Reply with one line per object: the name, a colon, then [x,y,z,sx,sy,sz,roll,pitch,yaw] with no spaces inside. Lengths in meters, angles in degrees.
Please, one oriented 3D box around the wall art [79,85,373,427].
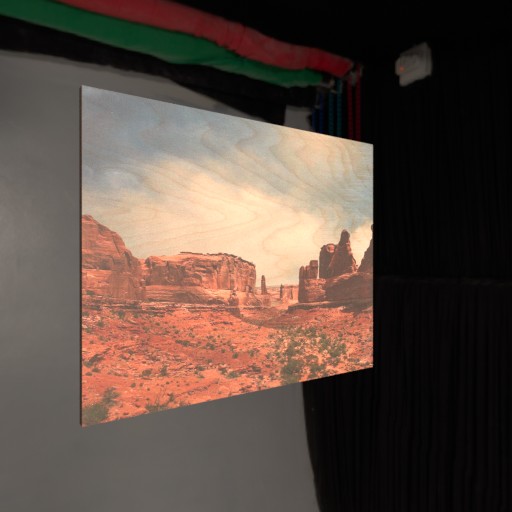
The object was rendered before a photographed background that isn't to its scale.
wall art: [0.000,0.000,0.674,0.508,0.406,0.013,0,0,-34]
